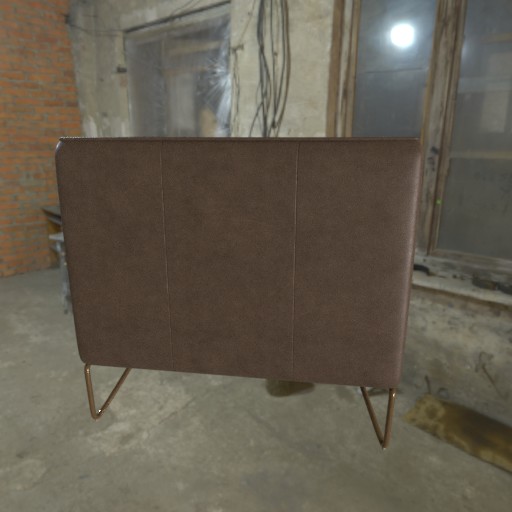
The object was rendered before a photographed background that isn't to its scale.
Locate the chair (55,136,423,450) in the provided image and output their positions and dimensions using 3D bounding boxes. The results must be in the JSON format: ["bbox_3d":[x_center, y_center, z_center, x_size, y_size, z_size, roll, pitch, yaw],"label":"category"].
[{"bbox_3d":[0.000,0.000,1.510,0.880,0.790,0.894,2,16,8],"label":"chair"}]
